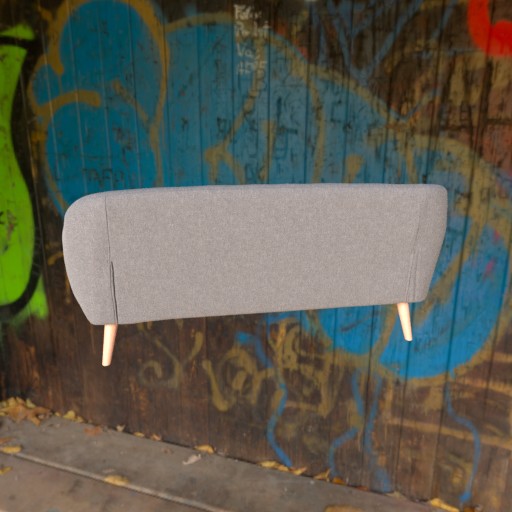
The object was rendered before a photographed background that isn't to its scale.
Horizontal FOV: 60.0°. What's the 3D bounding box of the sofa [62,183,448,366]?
[{"bbox_3d":[0.000,0.000,2.308,1.840,0.820,0.820,-3,15,-10],"label":"sofa"}]
